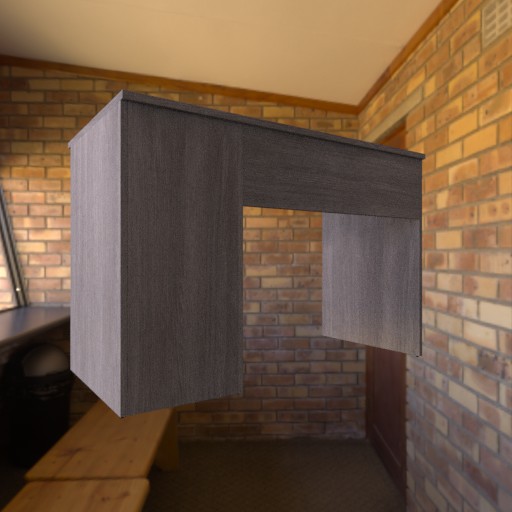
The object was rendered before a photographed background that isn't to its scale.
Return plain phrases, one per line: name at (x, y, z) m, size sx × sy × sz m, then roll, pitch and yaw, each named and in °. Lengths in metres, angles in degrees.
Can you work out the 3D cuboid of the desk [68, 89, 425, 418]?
desk at (0.000, 0.000, 1.519) m, size 1.097 × 0.735 × 0.560 m, roll 0°, pitch 0°, yaw -34°
